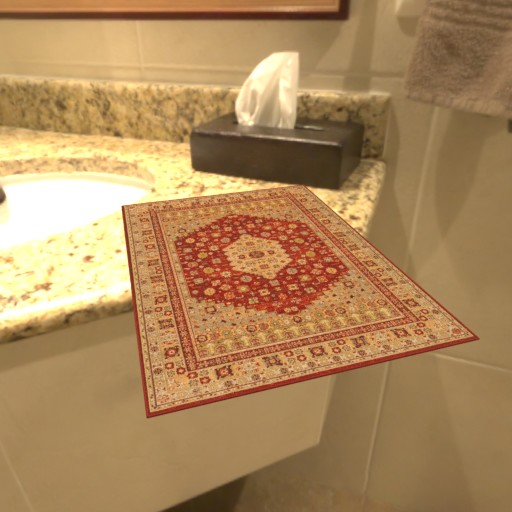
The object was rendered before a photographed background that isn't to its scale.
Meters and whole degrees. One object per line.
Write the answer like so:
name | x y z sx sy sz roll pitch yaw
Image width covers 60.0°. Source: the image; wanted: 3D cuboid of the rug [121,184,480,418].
rug | 0.000 0.000 2.869 1.593 0.013 2.211 -9 31 -15
